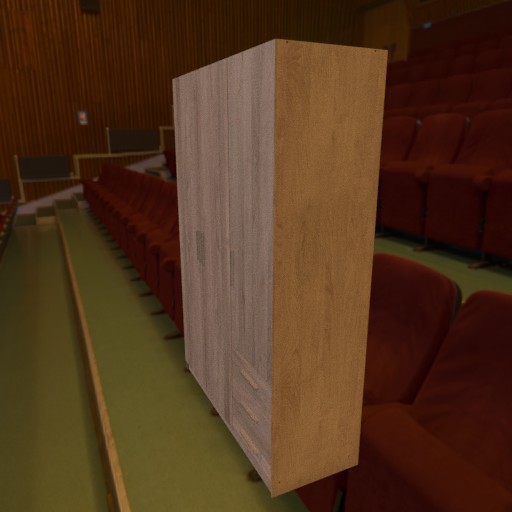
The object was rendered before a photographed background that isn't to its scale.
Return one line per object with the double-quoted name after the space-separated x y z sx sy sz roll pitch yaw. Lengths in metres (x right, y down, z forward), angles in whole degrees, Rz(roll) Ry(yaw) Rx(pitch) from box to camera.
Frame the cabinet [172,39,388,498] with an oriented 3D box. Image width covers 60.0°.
0.000 0.000 2.422 0.510 1.910 1.290 -7 17 -25 "cabinet"
